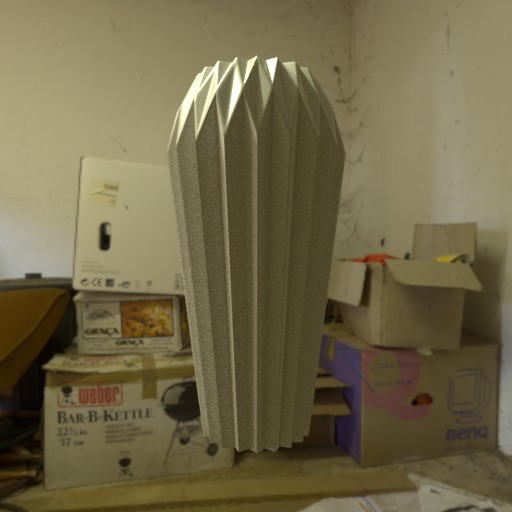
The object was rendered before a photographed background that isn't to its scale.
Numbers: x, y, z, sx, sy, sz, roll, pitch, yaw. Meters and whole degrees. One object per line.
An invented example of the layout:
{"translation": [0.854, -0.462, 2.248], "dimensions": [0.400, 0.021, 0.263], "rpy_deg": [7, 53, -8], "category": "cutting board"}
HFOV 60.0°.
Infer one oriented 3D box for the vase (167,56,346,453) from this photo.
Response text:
{"translation": [0.000, 0.000, 0.335], "dimensions": [0.133, 0.263, 0.133], "rpy_deg": [0, 1, 0], "category": "vase"}
